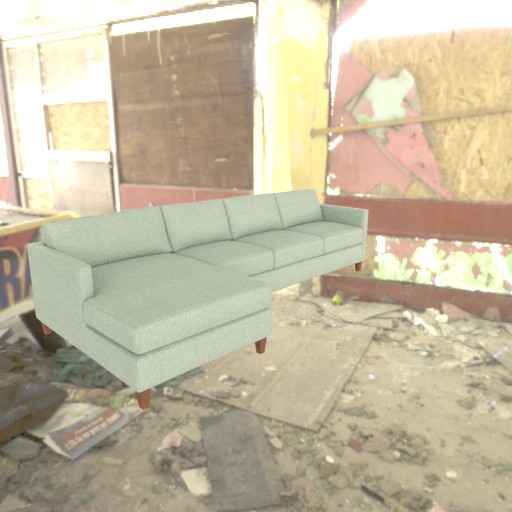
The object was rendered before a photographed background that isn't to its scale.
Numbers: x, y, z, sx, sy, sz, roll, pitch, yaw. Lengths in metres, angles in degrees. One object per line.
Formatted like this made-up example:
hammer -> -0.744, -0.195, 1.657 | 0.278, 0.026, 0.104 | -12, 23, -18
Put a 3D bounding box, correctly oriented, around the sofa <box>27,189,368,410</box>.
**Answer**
sofa -> 0.000, 0.000, 4.122 | 1.600, 0.953, 3.470 | 14, 20, 43
